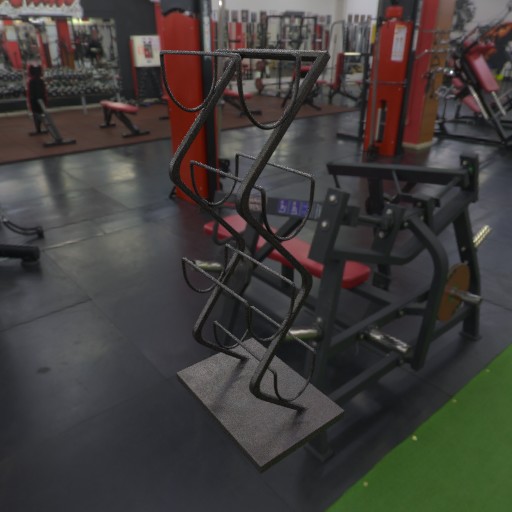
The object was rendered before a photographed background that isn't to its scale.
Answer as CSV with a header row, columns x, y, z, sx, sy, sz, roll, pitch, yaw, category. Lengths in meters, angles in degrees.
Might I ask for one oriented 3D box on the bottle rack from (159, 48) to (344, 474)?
x,y,z,sx,sy,sz,roll,pitch,yaw,category
0.000,0.000,0.663,0.178,0.559,0.254,-19,32,-33,bottle rack
